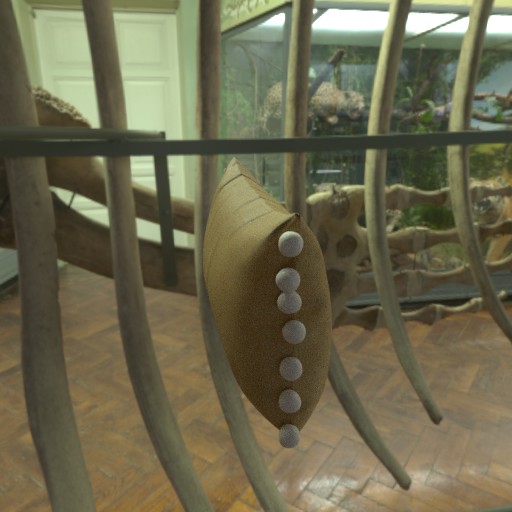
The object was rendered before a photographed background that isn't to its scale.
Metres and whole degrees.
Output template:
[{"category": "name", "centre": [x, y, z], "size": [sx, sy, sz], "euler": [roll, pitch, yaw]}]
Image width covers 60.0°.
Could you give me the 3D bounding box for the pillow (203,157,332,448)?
[{"category": "pillow", "centre": [0.000, 0.000, 0.849], "size": [0.201, 0.322, 0.709], "euler": [-3, 17, -9]}]
